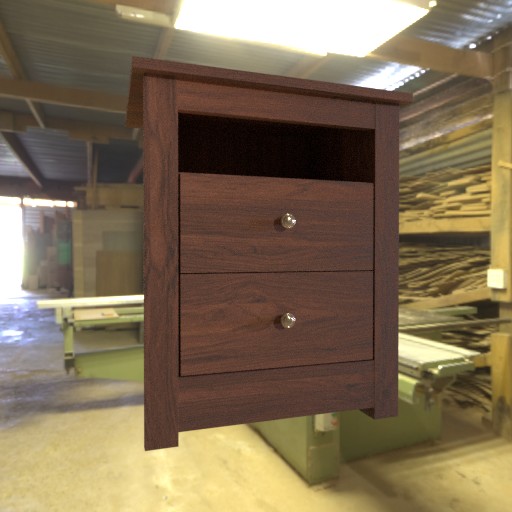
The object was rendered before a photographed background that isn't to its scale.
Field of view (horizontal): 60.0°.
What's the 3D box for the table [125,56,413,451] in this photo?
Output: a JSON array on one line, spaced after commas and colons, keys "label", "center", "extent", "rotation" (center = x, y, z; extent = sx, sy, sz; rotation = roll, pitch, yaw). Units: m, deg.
[{"label": "table", "center": [0.000, 0.000, 1.066], "extent": [0.589, 0.711, 0.406], "rotation": [0, 1, -18]}]
